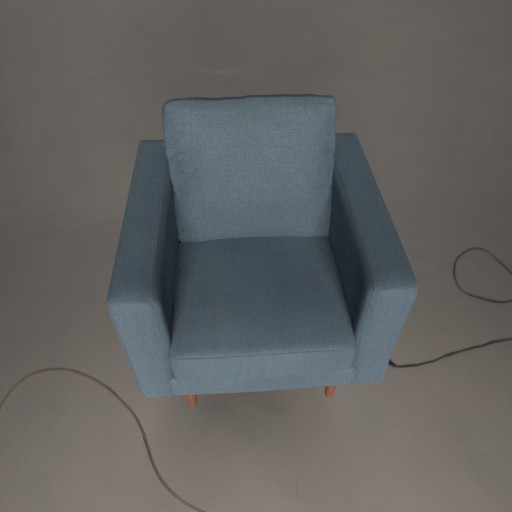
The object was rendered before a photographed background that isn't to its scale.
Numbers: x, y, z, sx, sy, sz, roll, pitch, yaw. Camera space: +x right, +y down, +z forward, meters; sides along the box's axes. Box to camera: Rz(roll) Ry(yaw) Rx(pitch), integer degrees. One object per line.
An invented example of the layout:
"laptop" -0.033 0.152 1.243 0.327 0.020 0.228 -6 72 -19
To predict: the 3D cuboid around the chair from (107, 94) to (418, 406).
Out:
"chair" 0.000 0.000 1.597 0.855 0.922 0.820 -3 46 -3
